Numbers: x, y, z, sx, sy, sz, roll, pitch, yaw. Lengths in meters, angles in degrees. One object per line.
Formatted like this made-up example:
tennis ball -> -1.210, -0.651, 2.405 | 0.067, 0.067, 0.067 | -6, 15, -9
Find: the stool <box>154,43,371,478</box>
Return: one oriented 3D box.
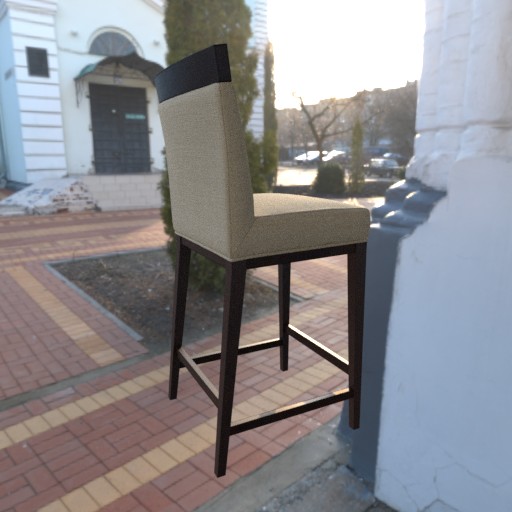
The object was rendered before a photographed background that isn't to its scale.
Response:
stool -> 0.000, 0.000, 1.422 | 0.531, 1.117, 0.511 | -7, 14, -27
